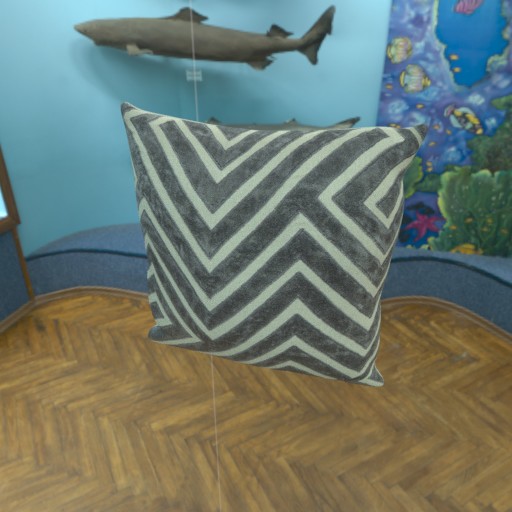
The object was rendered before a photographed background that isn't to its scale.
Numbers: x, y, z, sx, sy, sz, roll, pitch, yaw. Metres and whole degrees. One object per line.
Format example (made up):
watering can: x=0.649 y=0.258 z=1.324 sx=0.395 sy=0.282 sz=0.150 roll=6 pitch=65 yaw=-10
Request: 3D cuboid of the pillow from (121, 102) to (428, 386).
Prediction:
pillow: x=0.000 y=0.000 z=0.692 sx=0.440 sy=0.441 sz=0.182 roll=8 pitch=29 yaw=16
